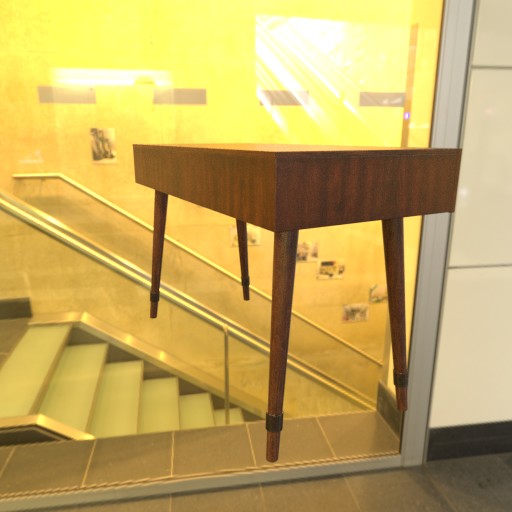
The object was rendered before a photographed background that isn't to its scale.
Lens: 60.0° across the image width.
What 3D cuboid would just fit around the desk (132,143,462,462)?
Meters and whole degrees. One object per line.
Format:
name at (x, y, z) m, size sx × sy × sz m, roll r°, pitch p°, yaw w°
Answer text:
desk at (0.000, 0.000, 2.132) m, size 0.734 × 1.031 × 1.577 m, roll -8°, pitch 17°, yaw -27°
